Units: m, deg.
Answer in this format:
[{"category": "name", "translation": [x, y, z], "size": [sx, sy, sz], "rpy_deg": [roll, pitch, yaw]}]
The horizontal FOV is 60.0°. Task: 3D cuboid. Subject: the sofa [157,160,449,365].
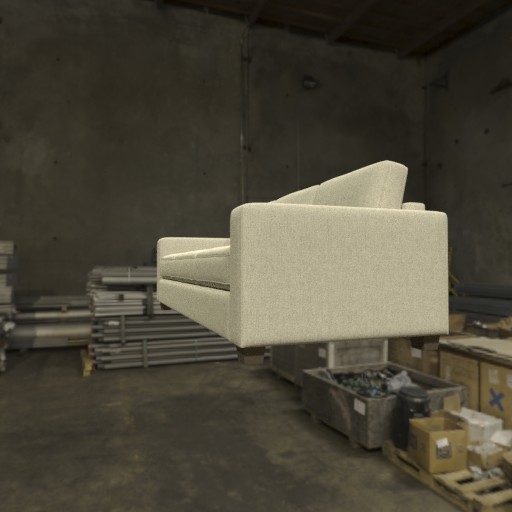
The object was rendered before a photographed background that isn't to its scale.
[{"category": "sofa", "translation": [0.000, 0.000, 2.647], "size": [0.900, 0.800, 2.160], "rpy_deg": [0, -1, -20]}]
